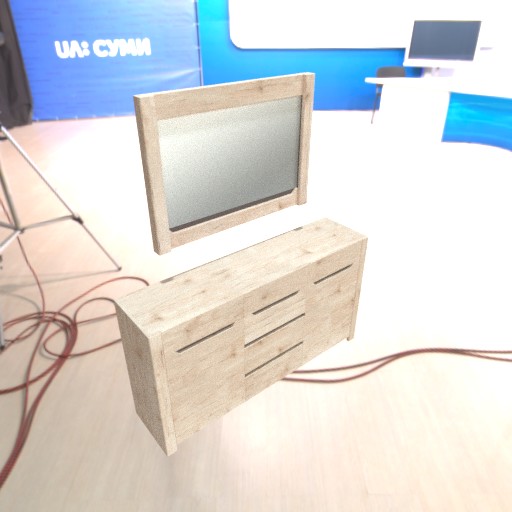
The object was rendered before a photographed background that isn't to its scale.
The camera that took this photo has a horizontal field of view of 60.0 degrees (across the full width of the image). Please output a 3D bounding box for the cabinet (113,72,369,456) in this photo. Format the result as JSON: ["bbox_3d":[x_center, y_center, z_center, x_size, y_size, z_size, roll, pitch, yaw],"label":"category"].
[{"bbox_3d":[0.000,0.000,2.751,1.700,1.981,0.420,-22,37,-33],"label":"cabinet"}]
